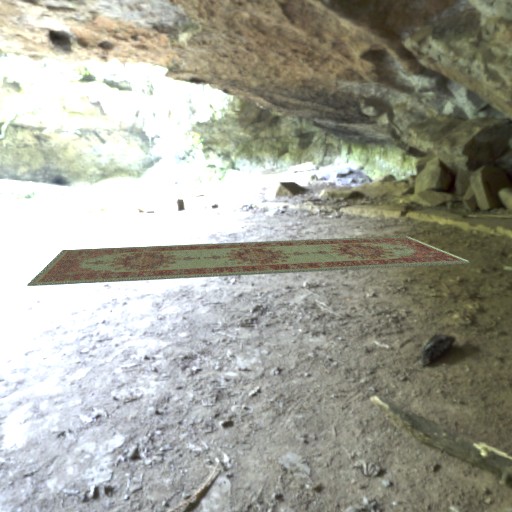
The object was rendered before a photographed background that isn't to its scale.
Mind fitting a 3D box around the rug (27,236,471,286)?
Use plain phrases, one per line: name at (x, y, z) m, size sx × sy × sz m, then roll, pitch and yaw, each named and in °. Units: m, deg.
rug at (0.000, 0.000, 2.055) m, size 1.824 × 0.009 × 0.562 m, roll -3°, pitch 15°, yaw -10°
